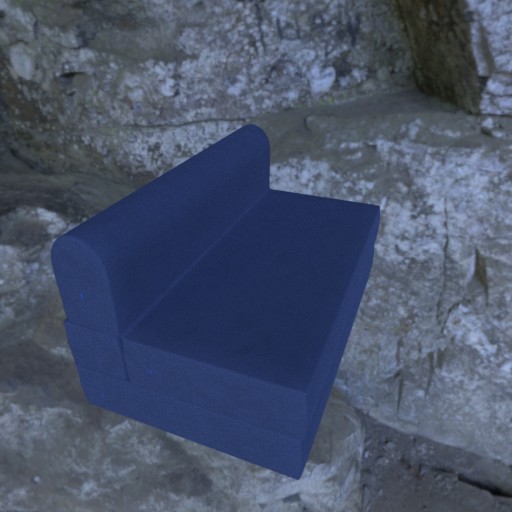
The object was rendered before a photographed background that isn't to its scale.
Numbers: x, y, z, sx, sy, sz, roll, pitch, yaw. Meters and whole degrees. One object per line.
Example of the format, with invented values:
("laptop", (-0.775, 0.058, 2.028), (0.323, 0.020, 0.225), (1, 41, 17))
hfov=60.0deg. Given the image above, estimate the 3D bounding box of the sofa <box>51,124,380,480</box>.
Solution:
("sofa", (0.000, 0.000, 1.679), (0.762, 0.660, 1.219), (12, 33, 19))
